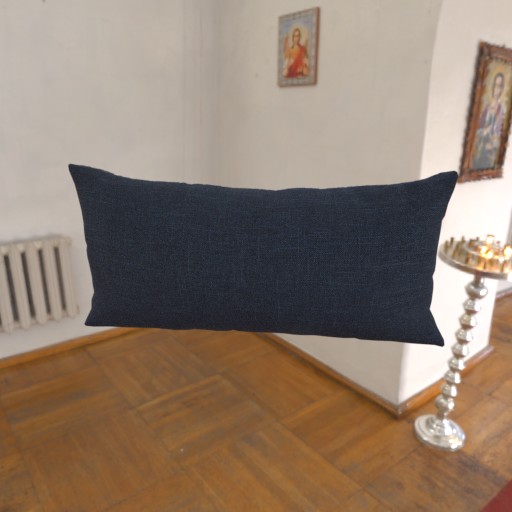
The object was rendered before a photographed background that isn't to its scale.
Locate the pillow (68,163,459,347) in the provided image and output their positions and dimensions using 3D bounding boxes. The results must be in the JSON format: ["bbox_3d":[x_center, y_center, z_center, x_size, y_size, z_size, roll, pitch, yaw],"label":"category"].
[{"bbox_3d":[0.000,0.000,0.730,0.631,0.292,0.148,2,18,7],"label":"pillow"}]
